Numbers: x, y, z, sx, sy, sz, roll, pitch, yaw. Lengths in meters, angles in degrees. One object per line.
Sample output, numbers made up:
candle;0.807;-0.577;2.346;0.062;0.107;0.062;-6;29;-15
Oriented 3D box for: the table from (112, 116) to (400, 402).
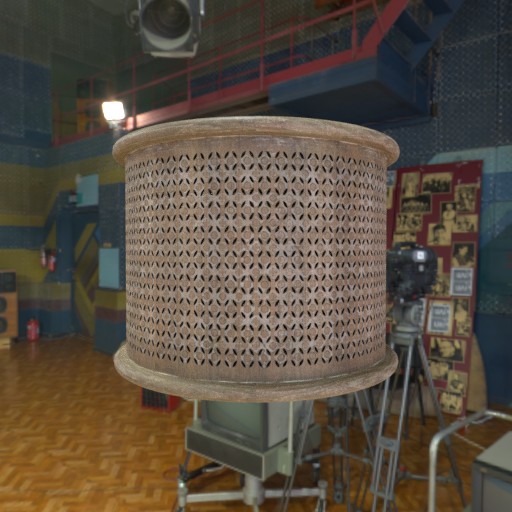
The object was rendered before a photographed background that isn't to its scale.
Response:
table;0.000;0.000;0.989;0.607;0.450;0.607;0;1;0
